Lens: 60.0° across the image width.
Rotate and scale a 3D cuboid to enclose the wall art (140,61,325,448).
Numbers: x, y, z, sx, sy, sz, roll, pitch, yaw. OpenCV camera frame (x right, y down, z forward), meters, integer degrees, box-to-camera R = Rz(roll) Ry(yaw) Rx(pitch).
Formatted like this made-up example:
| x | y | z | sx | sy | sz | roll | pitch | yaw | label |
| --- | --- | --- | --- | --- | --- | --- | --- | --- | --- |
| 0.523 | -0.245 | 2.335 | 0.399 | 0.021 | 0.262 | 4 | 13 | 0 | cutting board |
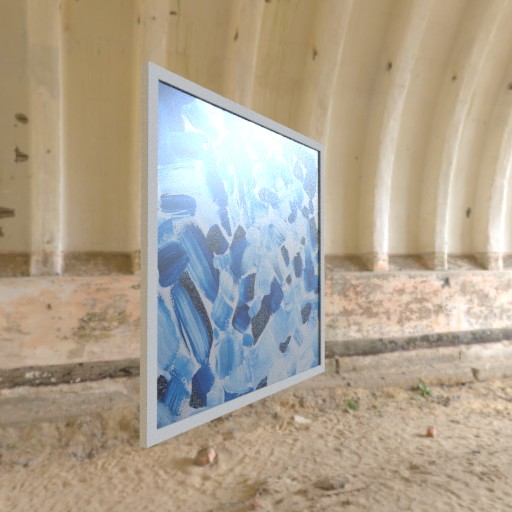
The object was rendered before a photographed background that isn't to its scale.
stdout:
| x | y | z | sx | sy | sz | roll | pitch | yaw | label |
| --- | --- | --- | --- | --- | --- | --- | --- | --- | --- |
| 0.000 | 0.000 | 0.712 | 0.012 | 0.457 | 0.457 | -1 | -1 | 36 | wall art |
